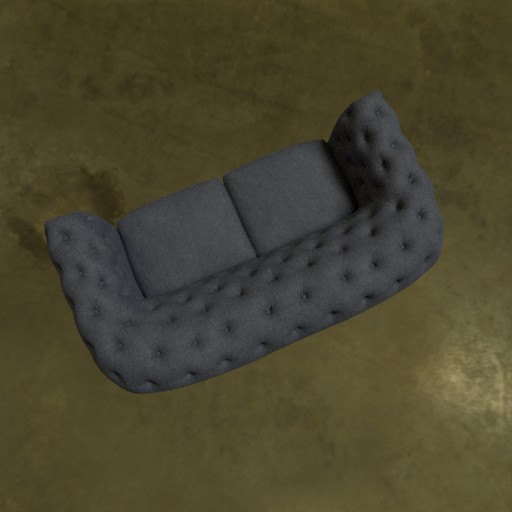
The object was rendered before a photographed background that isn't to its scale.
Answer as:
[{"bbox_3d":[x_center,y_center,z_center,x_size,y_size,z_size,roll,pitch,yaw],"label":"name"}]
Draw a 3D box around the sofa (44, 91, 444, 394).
[{"bbox_3d":[0.000,0.000,2.562,1.988,0.833,1.082,-23,77,-5],"label":"sofa"}]
